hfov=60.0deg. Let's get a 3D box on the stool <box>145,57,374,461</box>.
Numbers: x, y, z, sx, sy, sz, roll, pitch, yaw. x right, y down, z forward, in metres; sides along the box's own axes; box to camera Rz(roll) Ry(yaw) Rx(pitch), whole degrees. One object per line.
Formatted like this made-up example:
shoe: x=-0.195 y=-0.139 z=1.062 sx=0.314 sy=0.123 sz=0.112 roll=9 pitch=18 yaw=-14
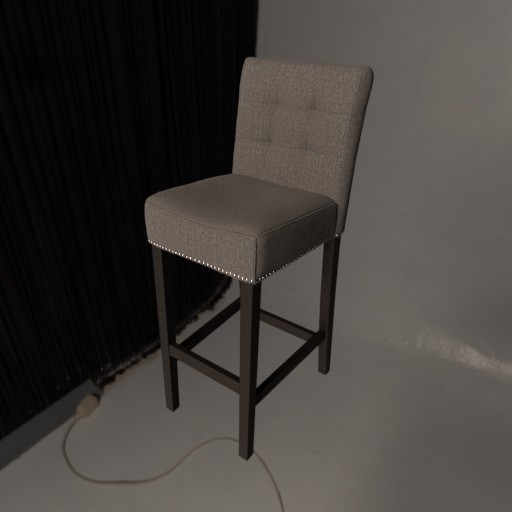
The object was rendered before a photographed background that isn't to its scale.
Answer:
stool: x=0.000 y=0.000 z=1.338 sx=0.411 sy=1.047 sz=0.548 roll=20 pitch=35 yaw=31
